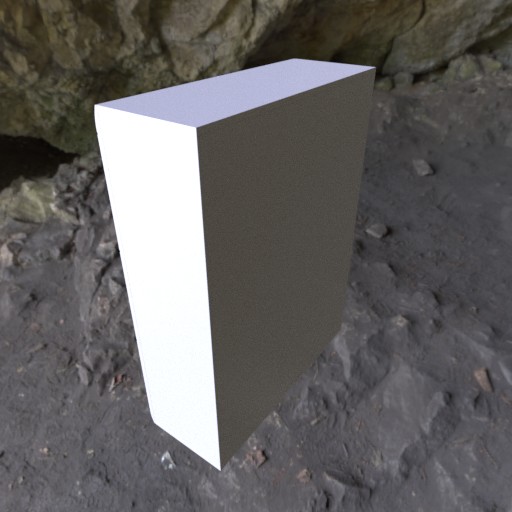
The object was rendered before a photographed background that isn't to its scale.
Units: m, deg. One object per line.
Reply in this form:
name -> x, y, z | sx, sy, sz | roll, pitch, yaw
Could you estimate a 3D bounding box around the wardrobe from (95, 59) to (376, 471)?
wardrobe -> 0.000, 0.000, 1.615 | 0.360, 1.200, 0.900 | 21, 38, 30
